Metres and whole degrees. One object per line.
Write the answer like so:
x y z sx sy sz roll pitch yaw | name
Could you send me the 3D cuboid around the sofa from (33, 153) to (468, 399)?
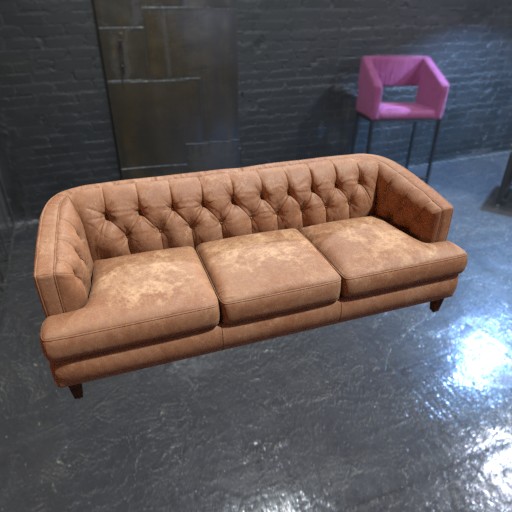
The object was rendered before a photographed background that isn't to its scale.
0.000 0.000 2.566 2.257 0.791 0.922 -10 32 -16 | sofa
